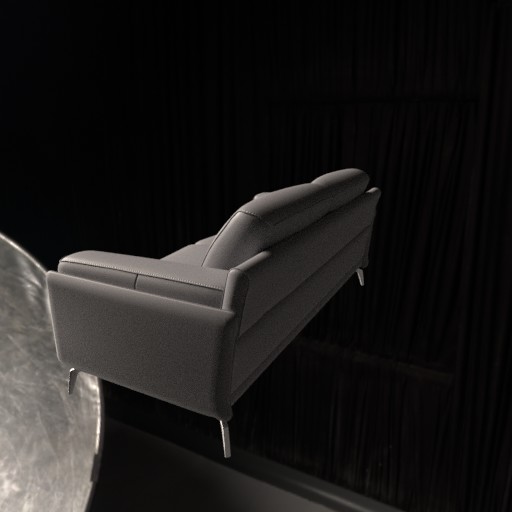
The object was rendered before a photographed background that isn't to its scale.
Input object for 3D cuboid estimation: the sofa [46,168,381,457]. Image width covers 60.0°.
[{"bbox_3d":[0.000,0.000,2.558,0.969,0.900,2.100,9,19,26],"label":"sofa"}]
